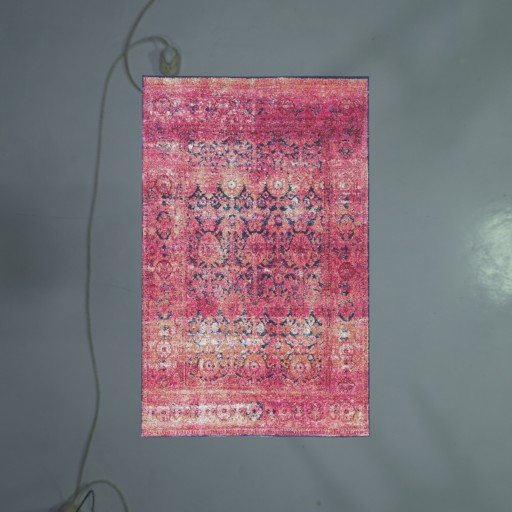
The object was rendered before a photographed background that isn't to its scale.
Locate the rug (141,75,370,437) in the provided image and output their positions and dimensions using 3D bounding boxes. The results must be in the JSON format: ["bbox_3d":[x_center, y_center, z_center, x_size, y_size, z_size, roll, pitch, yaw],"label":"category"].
[{"bbox_3d":[0.000,0.000,2.988,1.539,0.018,2.449,0,90,-1],"label":"rug"}]
